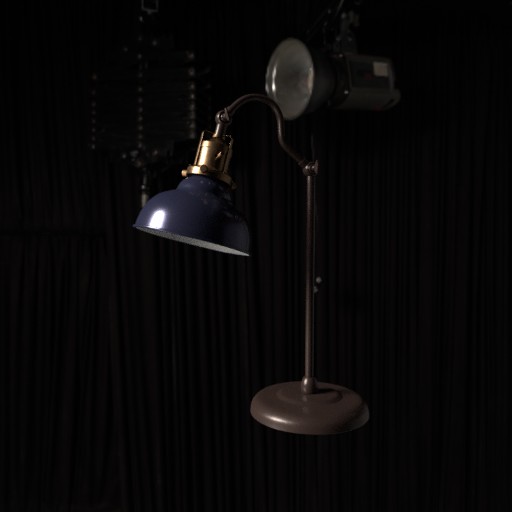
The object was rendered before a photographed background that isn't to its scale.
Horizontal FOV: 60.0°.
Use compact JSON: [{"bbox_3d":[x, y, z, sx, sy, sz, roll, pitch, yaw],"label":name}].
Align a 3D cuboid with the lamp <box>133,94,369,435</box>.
[{"bbox_3d":[0.000,0.000,0.698,0.374,0.508,0.192,0,1,-17],"label":"lamp"}]
